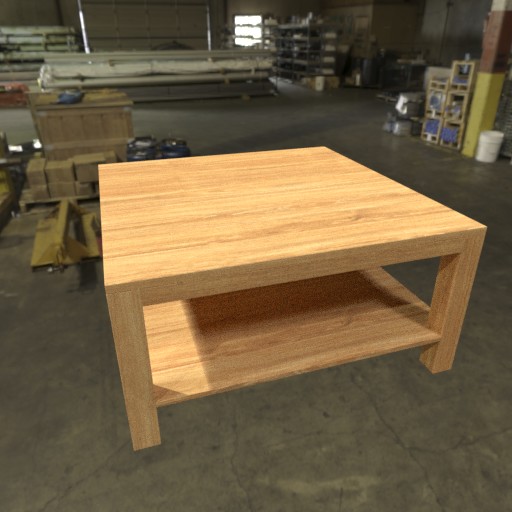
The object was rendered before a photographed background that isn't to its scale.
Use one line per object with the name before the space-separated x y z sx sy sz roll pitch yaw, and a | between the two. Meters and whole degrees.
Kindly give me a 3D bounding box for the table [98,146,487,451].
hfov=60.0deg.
table | 0.000 0.000 1.445 0.900 0.450 0.900 -9 28 -16
